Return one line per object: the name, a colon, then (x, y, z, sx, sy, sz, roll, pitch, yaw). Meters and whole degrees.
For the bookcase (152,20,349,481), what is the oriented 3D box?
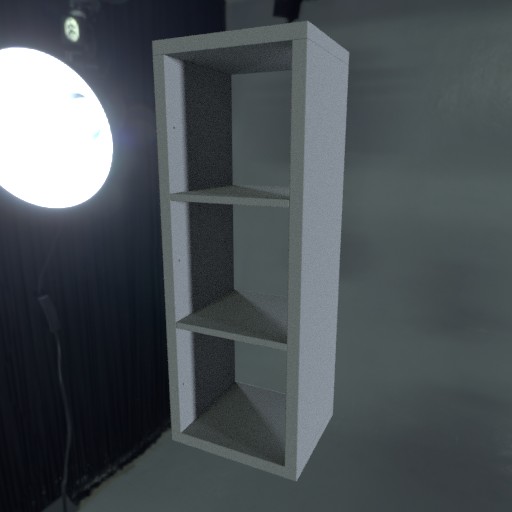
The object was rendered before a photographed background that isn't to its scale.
bookcase: (0.000, 0.000, 1.239, 0.390, 1.080, 0.330, 6, 15, 25)
